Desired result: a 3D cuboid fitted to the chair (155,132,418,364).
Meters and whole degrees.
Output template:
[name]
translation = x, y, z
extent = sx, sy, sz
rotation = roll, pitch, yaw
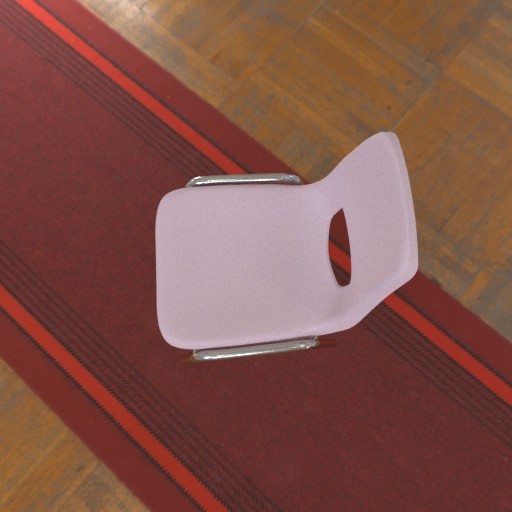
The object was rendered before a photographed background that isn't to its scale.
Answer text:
[chair]
translation = 0.000, 0.000, 0.798
extent = 0.385, 0.536, 0.354
rotation = -4, 76, -1
